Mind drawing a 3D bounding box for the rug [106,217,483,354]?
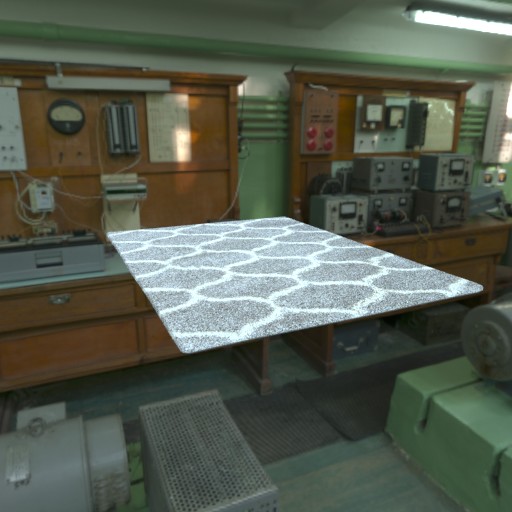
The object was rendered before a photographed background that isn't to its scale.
[{"bbox_3d":[0.000,0.000,2.155,1.200,0.025,1.600,-7,17,-24],"label":"rug"}]
